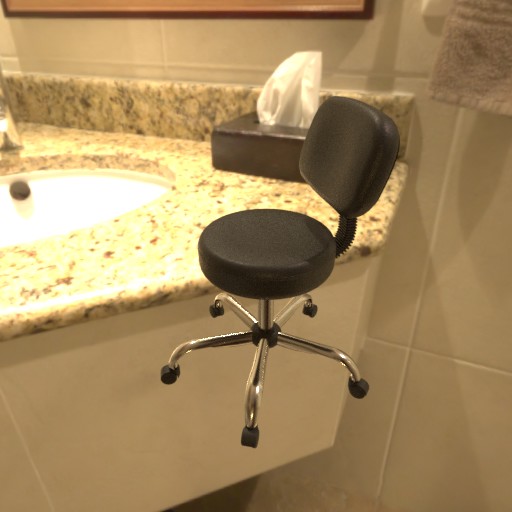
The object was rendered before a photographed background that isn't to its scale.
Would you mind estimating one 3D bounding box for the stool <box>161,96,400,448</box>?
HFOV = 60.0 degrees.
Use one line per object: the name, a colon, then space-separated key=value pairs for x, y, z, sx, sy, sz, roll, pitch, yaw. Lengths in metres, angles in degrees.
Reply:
stool: x=0.000 y=0.000 z=1.322 sx=0.648 sy=0.862 sz=0.673 roll=-7 pitch=30 yaw=-13
